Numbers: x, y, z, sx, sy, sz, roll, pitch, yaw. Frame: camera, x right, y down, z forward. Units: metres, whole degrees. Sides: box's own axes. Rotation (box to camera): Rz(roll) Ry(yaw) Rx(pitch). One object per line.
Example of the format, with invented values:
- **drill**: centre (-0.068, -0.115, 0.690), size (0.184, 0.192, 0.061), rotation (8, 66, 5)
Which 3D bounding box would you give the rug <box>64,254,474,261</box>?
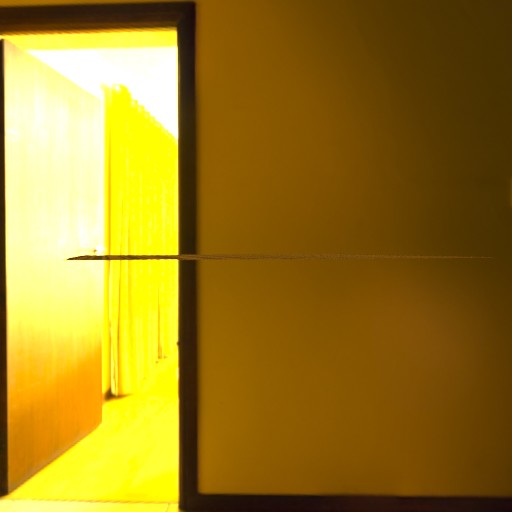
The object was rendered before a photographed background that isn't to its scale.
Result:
- **rug**: centre (0.000, 0.000, 4.186), size (3.201, 0.005, 2.439), rotation (0, 1, -18)
